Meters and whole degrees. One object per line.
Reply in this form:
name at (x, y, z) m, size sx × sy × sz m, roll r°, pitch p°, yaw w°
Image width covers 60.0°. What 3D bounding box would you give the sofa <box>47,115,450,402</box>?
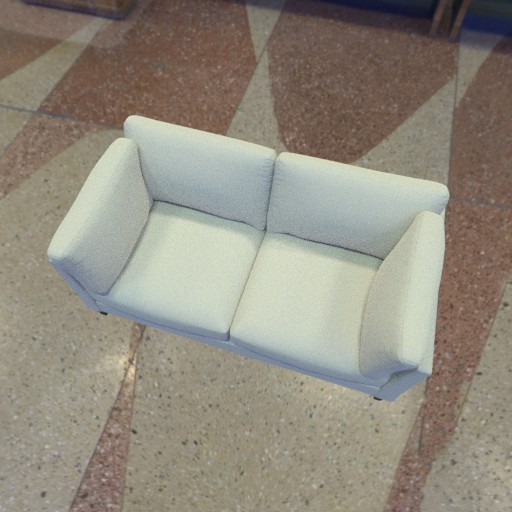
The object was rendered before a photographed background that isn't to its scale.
sofa at (0.000, 0.000, 2.324) m, size 1.776 × 0.836 × 0.970 m, roll 15°, pitch 60°, yaw 9°
